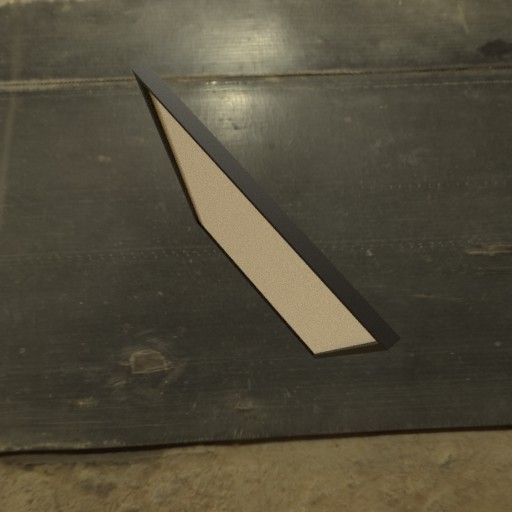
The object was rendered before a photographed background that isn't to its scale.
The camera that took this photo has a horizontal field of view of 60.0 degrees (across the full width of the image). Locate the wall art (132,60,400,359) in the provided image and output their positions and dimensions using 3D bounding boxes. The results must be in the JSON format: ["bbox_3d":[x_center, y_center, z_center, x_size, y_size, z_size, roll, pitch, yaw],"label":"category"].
[{"bbox_3d":[0.000,0.000,1.429,0.036,1.070,0.802,-40,79,-9],"label":"wall art"}]
